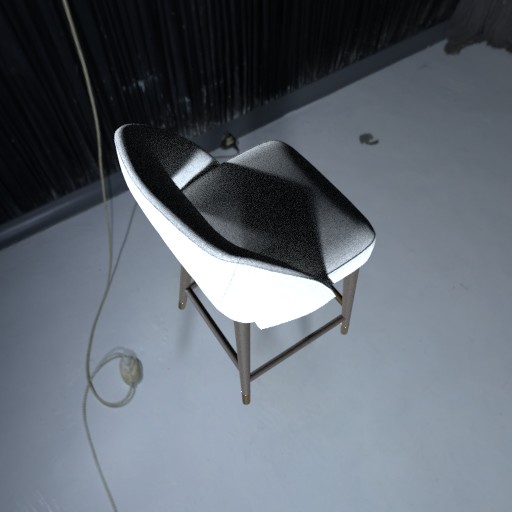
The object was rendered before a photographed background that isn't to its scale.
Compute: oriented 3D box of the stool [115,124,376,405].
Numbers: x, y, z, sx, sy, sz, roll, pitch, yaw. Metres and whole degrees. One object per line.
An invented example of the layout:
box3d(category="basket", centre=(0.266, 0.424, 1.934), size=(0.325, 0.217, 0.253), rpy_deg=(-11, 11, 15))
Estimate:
box3d(category="stool", centre=(0.000, 0.000, 1.235), size=(0.509, 0.940, 0.494), rpy_deg=(-31, 63, -18))
